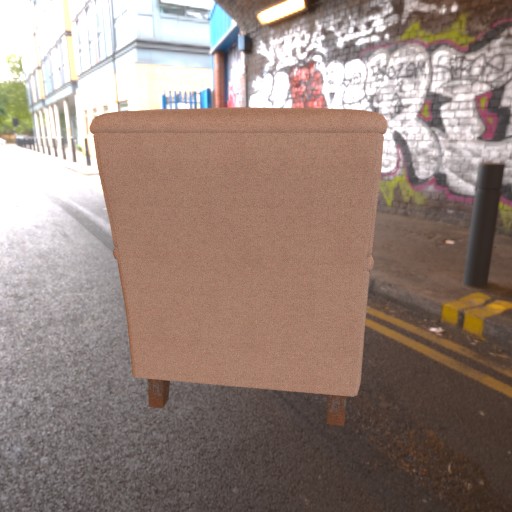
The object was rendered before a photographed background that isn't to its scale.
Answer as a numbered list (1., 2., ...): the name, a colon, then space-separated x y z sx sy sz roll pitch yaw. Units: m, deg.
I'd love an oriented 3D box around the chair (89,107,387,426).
1. chair: 0.000 0.000 1.817 0.879 1.119 0.953 2 16 9
